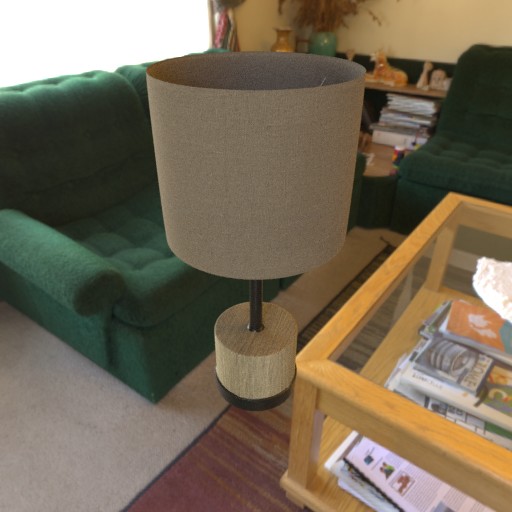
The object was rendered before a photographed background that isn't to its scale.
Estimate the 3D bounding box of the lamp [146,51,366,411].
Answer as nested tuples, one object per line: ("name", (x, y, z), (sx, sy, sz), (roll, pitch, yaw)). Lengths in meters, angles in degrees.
("lamp", (0.000, 0.000, 0.591), (0.229, 0.470, 0.229), (11, 34, 17))
